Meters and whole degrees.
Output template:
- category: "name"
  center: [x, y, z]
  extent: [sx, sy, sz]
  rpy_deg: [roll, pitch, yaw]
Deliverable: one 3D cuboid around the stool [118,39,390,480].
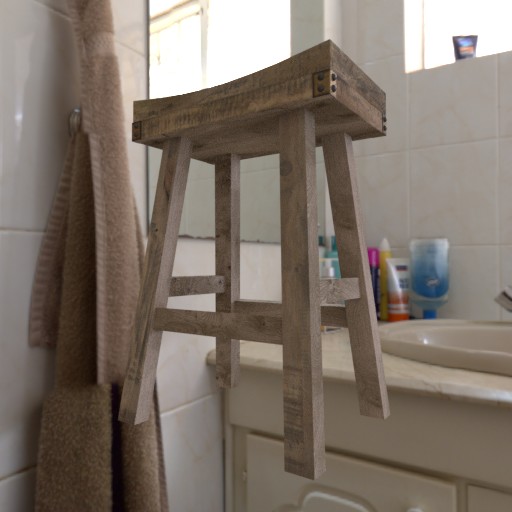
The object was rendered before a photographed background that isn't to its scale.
- category: "stool"
  center: [0.000, 0.000, 0.879]
  extent: [0.450, 0.635, 0.330]
  rpy_deg: [-1, -1, 35]
